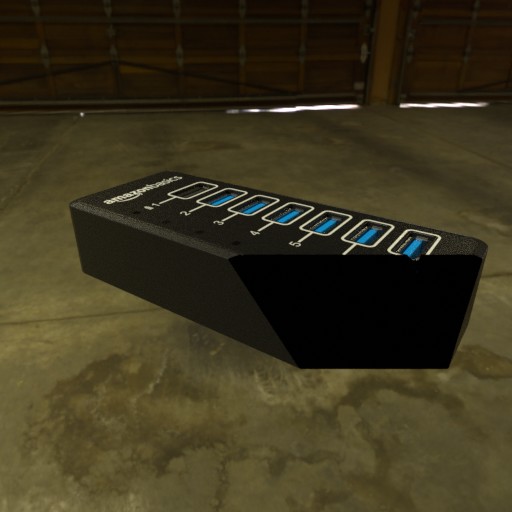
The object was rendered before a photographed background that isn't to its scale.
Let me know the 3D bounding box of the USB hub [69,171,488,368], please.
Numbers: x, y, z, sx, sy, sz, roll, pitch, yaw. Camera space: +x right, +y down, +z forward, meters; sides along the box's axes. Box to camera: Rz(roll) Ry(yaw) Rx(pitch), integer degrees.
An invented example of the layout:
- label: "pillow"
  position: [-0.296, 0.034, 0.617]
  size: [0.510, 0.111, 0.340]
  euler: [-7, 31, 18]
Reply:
- label: "USB hub"
  position: [0.000, 0.000, 0.125]
  size: [0.110, 0.023, 0.044]
  euler: [17, 32, 31]
